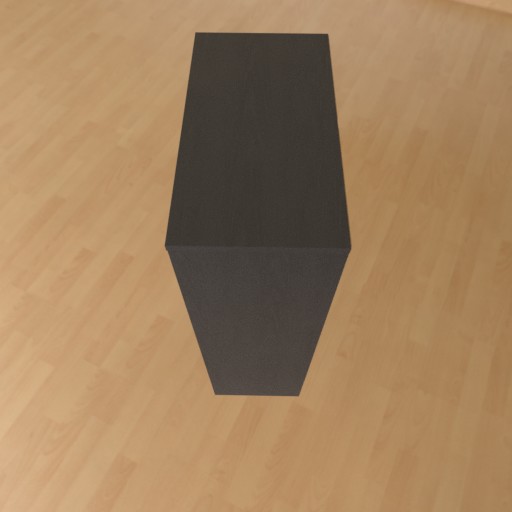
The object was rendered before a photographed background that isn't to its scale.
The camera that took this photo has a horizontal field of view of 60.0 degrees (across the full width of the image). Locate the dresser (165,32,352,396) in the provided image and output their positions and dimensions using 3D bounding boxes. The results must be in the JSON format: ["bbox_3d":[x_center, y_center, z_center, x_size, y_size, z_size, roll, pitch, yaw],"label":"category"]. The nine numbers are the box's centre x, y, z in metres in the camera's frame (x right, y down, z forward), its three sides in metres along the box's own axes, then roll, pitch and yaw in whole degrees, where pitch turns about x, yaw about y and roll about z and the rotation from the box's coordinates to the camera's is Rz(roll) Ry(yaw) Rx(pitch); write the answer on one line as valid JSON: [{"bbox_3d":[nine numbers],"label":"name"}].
[{"bbox_3d":[0.000,0.000,1.597,0.399,1.255,0.704,1,59,0],"label":"dresser"}]
